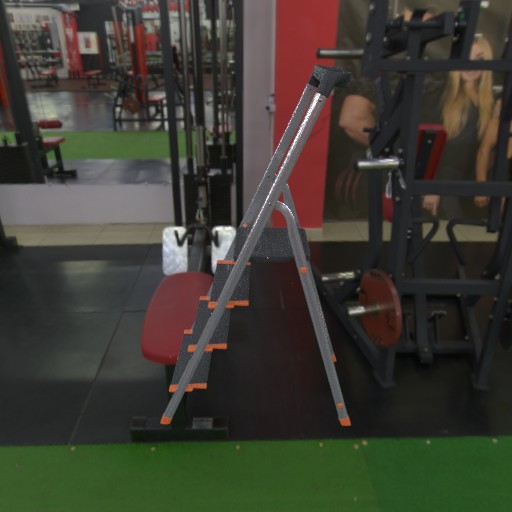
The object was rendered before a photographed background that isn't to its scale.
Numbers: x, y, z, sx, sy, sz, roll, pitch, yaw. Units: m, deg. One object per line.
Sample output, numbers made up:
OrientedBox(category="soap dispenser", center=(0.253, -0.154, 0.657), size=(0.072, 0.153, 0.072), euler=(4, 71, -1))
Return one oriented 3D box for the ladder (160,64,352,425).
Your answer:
OrientedBox(category="ladder", center=(0.000, 0.000, 1.819), size=(0.834, 1.429, 0.452), euler=(0, 27, 1))
